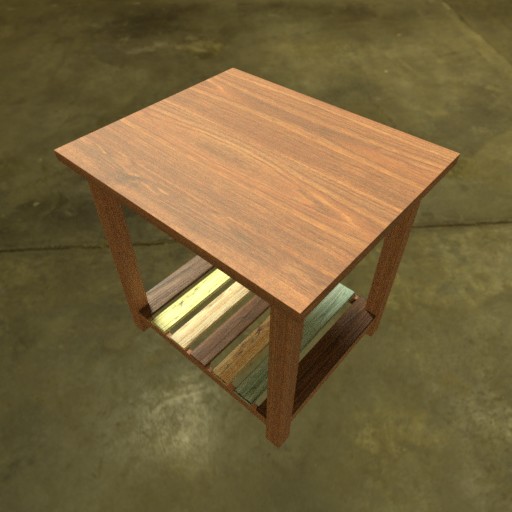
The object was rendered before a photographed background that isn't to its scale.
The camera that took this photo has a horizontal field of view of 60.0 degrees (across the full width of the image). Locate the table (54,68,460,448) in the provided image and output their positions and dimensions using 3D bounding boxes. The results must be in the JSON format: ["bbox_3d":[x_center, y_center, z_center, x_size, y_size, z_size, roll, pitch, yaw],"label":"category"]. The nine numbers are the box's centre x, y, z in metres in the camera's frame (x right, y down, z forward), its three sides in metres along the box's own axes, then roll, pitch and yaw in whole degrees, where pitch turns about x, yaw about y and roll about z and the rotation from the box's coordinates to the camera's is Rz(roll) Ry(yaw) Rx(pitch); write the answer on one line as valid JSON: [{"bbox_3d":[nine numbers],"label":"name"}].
[{"bbox_3d":[0.000,0.000,1.170,0.660,0.635,0.559,32,54,27],"label":"table"}]
